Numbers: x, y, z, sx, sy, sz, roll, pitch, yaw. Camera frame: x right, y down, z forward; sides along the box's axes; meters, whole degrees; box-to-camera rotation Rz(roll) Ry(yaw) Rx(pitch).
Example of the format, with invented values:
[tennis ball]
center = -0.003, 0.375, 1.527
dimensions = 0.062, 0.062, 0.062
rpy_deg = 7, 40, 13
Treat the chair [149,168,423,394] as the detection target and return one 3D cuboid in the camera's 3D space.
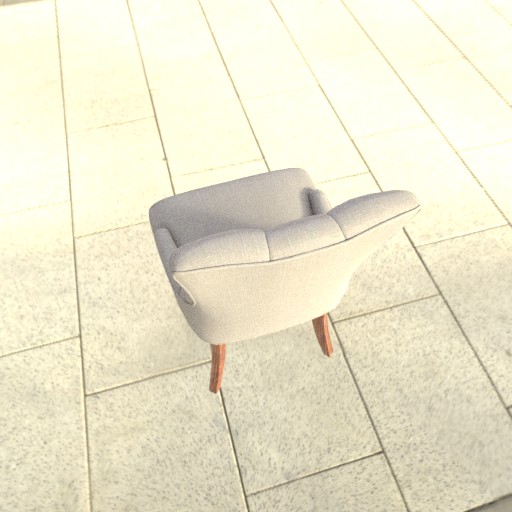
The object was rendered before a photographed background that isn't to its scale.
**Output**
[chair]
center = 0.000, 0.000, 1.206
dimensions = 0.509, 0.874, 0.565
rpy_deg = -15, 58, -10
